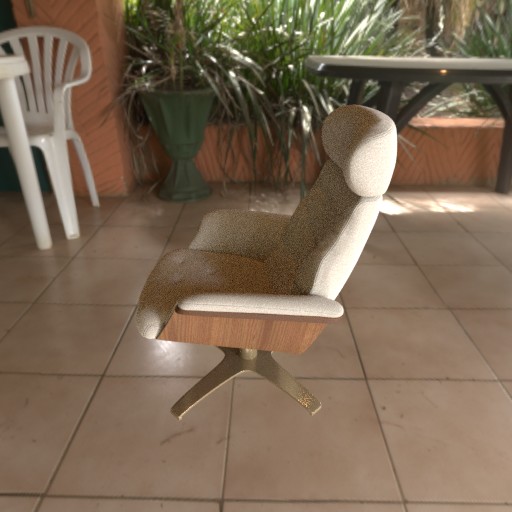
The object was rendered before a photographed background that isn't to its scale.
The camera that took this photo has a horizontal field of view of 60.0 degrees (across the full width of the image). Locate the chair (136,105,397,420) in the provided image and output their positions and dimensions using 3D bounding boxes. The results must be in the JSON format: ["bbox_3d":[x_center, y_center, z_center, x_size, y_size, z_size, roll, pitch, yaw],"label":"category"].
[{"bbox_3d":[0.000,0.000,1.577,0.837,0.995,0.785,0,26,0],"label":"chair"}]
